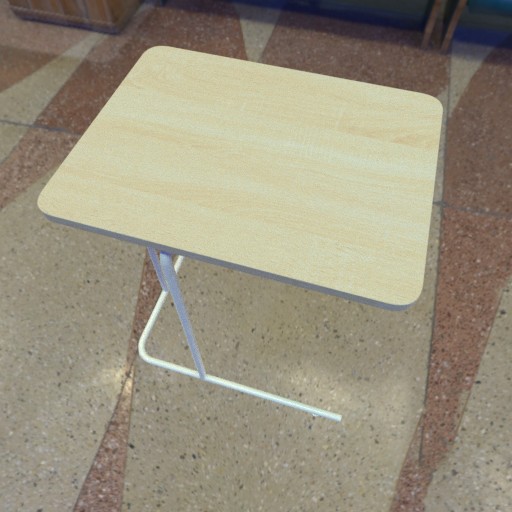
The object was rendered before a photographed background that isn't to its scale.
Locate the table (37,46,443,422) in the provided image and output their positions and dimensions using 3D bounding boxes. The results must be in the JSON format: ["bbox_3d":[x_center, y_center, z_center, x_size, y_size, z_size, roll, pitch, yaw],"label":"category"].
[{"bbox_3d":[0.000,0.000,0.840,0.480,0.550,0.370,14,59,9],"label":"table"}]
